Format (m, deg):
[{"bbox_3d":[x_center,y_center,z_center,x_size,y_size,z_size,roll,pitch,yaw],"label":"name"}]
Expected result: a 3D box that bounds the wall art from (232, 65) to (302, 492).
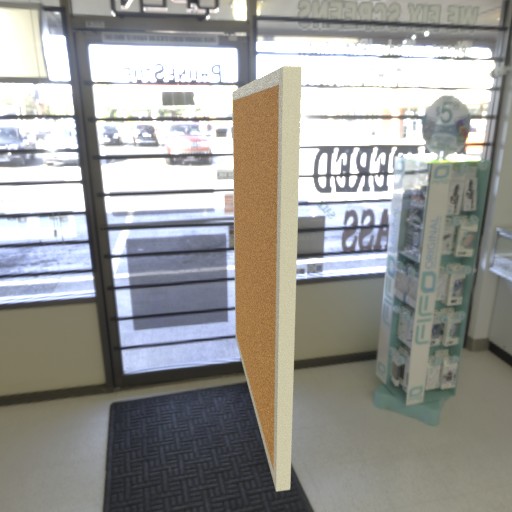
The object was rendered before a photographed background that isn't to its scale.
[{"bbox_3d":[0.000,0.000,0.735,0.020,0.536,0.444,-3,17,-9],"label":"wall art"}]
